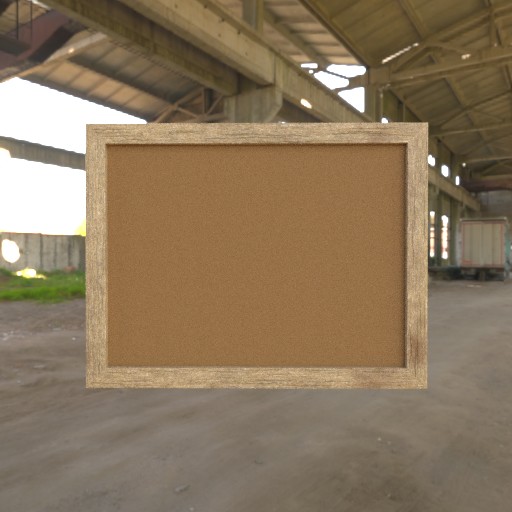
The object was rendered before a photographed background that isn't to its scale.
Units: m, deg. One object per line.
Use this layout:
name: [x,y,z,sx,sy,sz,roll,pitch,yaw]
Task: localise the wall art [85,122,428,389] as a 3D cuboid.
wall art: [0.000,0.000,0.907,0.690,0.535,0.026,0,1,1]
